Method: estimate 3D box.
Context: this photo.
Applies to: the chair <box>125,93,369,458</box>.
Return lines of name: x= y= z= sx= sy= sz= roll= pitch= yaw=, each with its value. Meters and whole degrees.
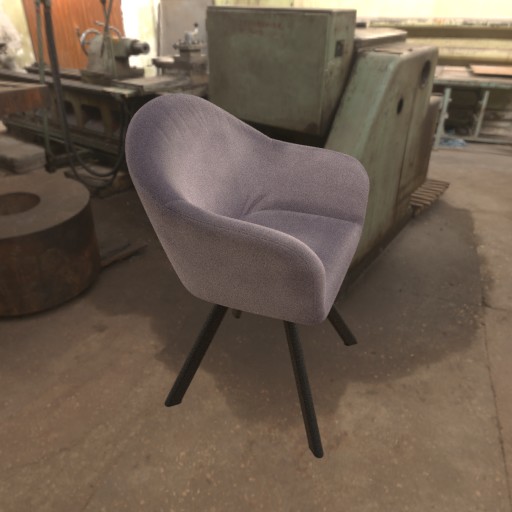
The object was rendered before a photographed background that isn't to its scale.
chair: x=0.000 y=0.000 z=1.172 sx=0.540 sy=0.780 sz=0.570 roll=11 pitch=31 yaw=19
